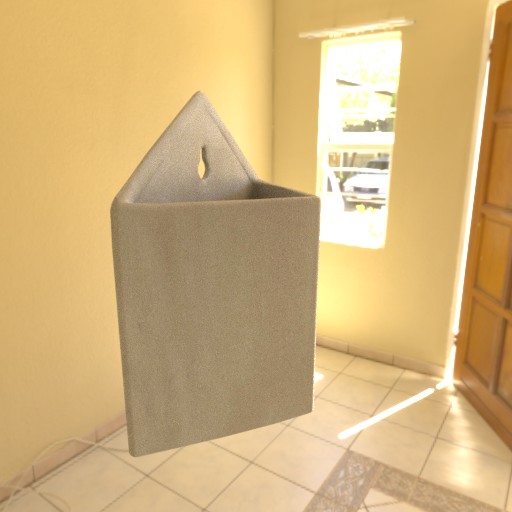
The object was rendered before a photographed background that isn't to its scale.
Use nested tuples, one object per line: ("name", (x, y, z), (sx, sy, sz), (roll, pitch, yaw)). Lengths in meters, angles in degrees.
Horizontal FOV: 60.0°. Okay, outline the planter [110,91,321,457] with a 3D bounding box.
("planter", (0.000, 0.000, 0.271), (0.080, 0.194, 0.163), (7, 16, 24))
